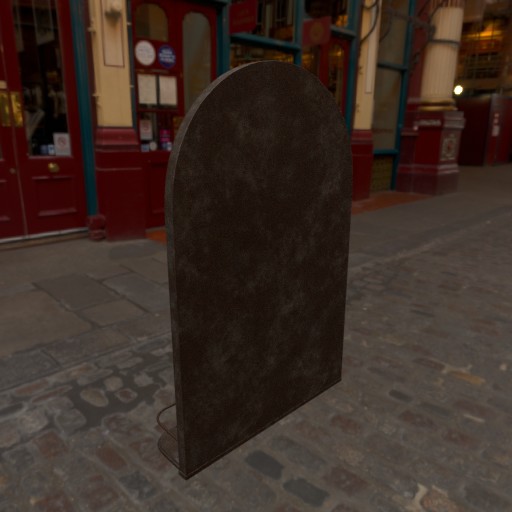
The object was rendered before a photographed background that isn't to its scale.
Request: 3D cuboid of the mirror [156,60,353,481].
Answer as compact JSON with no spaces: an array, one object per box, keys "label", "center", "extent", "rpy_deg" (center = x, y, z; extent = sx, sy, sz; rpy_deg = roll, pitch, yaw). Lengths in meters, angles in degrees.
[{"label":"mirror","center":[0.000,0.000,0.964],"extent":[0.510,0.770,0.137],"rpy_deg":[-15,22,-42]}]
